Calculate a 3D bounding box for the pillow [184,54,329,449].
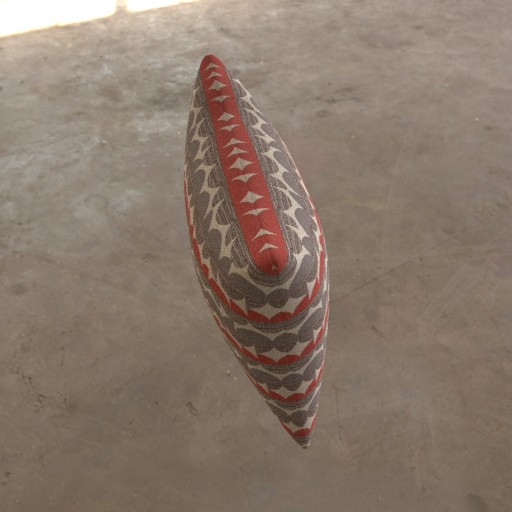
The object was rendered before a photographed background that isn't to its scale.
[{"bbox_3d":[0.000,0.000,0.634,0.180,0.410,0.420,-8,47,-8],"label":"pillow"}]
